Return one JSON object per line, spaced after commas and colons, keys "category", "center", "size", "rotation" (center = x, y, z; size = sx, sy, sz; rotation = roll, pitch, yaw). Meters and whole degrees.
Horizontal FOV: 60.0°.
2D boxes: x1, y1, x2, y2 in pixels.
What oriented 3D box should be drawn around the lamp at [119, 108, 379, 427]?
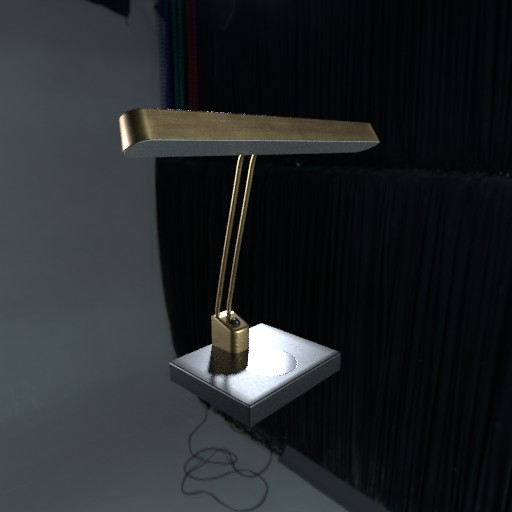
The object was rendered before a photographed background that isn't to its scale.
{"category": "lamp", "center": [0.000, 0.000, 0.581], "size": [0.156, 0.345, 0.412], "rotation": [13, 19, 42]}
